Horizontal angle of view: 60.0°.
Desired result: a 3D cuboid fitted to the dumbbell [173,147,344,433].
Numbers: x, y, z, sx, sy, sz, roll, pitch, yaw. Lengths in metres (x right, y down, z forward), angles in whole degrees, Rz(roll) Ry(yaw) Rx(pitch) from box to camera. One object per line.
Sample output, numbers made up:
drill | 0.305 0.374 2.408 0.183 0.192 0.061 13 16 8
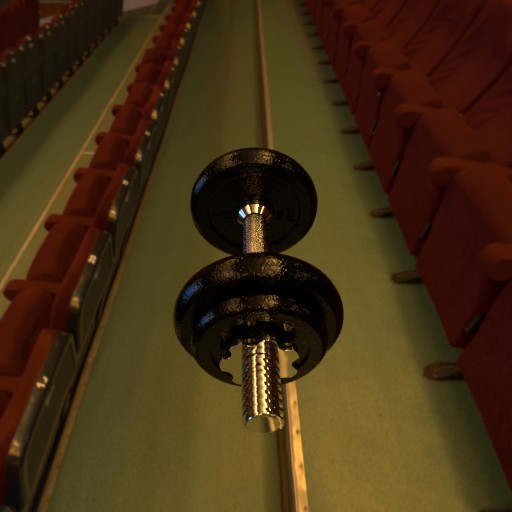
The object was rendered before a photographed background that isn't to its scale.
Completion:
dumbbell | 0.000 0.000 0.617 0.202 0.202 0.497 -1 41 -1
